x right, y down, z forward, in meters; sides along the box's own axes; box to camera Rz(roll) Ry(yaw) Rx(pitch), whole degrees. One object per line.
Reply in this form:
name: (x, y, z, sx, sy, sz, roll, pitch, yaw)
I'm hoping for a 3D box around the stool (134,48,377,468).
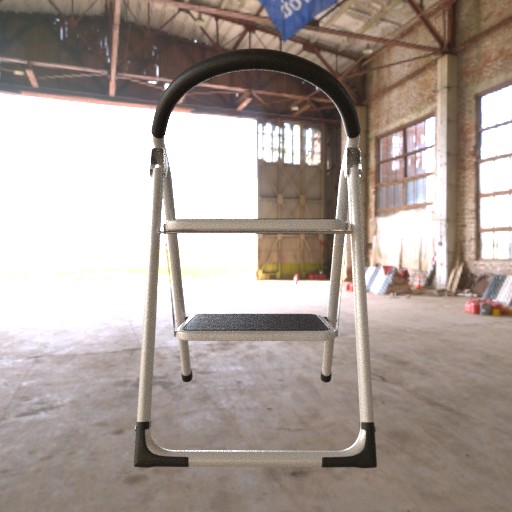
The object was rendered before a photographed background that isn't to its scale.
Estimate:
stool: (0.000, 0.000, 1.064, 0.453, 0.760, 0.559, 0, 1, 0)
